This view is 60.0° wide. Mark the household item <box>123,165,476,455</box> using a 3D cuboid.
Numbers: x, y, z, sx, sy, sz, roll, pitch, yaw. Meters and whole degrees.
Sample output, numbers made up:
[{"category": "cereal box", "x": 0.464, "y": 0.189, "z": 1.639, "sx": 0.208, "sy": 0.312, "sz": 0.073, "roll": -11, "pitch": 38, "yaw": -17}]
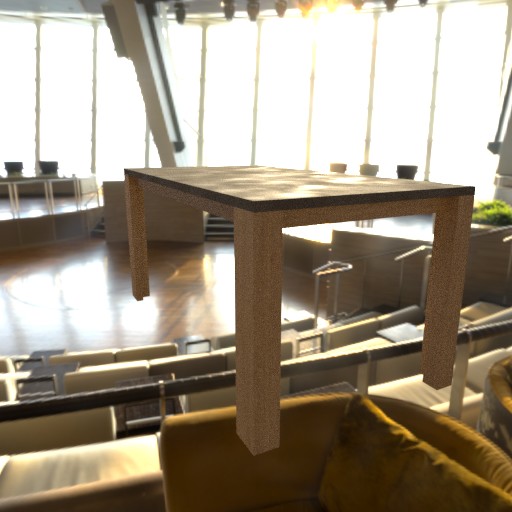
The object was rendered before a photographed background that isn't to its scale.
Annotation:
[{"category": "household item", "x": 0.000, "y": 0.000, "z": 2.094, "sx": 0.850, "sy": 0.755, "sz": 1.600, "roll": -7, "pitch": 16, "yaw": -27}]
